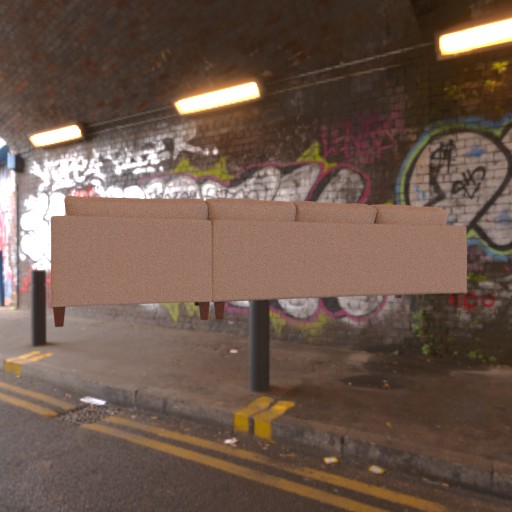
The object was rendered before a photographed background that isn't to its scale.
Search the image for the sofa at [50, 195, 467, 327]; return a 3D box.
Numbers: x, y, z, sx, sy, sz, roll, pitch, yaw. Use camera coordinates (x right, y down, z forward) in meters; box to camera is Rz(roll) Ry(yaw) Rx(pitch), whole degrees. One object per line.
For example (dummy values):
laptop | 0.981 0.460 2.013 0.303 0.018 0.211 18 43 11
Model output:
sofa | 0.000 0.000 3.962 3.186 0.861 1.625 0 0 -18
